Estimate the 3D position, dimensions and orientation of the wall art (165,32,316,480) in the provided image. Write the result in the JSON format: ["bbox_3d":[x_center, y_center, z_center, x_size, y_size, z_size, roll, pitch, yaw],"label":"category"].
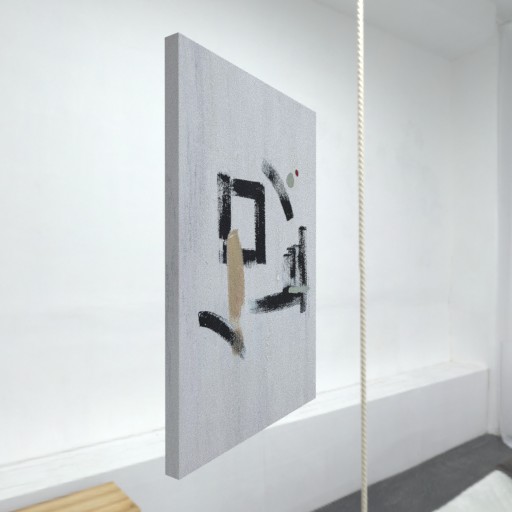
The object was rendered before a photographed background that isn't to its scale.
[{"bbox_3d":[0.000,0.000,1.173,0.043,0.914,0.624,0,0,34],"label":"wall art"}]
